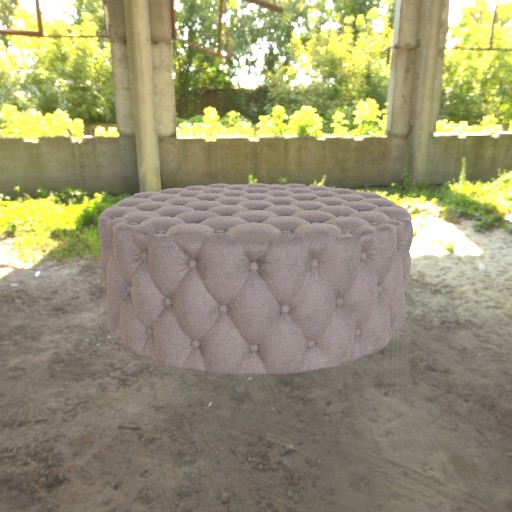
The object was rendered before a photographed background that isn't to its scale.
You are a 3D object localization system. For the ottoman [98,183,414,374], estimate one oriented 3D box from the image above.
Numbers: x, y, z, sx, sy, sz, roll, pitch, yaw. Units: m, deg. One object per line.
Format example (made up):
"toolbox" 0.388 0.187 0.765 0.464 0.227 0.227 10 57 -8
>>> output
"ottoman" 0.000 0.000 1.499 0.998 0.399 0.998 0 16 0
